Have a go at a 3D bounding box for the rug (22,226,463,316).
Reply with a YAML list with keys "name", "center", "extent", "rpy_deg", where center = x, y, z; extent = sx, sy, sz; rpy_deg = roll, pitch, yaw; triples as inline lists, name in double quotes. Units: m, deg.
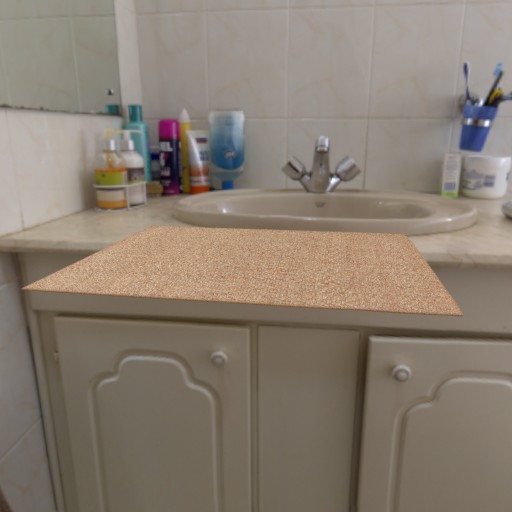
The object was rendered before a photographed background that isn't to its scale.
- name: "rug"
  center: [0.000, 0.000, 4.114]
  extent: [3.048, 0.013, 2.439]
  rpy_deg: [3, 15, 9]
